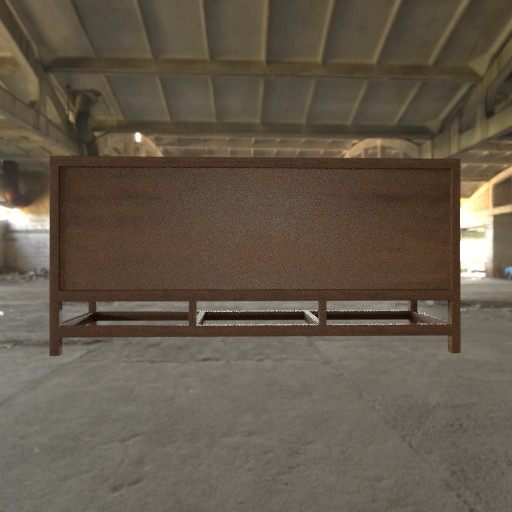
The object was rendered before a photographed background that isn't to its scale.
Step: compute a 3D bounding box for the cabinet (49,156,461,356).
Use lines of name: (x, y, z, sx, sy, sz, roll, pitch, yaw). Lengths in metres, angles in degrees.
cabinet: (0.000, 0.000, 2.100, 1.708, 0.820, 0.522, 0, 0, -2)
